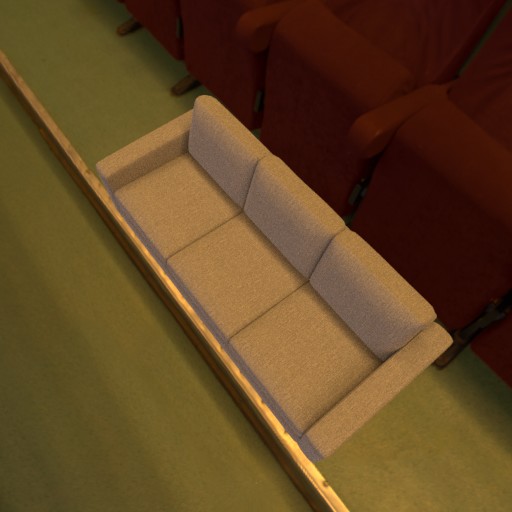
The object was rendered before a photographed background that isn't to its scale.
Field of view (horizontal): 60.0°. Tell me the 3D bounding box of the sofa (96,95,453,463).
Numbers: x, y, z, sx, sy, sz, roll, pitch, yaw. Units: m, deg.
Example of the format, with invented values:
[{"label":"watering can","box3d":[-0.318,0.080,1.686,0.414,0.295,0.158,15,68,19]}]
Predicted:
[{"label":"sofa","box3d":[0.000,0.000,2.614,0.900,0.800,2.120,-35,68,-16]}]
